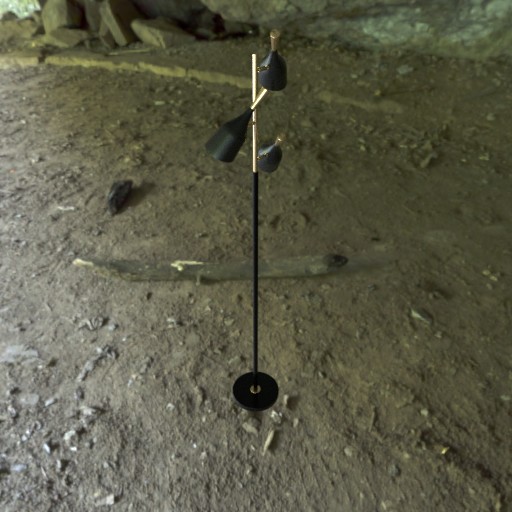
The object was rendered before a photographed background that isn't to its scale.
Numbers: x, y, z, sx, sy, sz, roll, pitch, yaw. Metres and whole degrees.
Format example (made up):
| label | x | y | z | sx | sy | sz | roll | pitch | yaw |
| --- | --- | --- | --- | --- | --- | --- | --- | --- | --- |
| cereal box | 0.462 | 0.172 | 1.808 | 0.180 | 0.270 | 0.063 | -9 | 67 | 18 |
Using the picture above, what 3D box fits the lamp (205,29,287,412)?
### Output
| label | x | y | z | sx | sy | sz | roll | pitch | yaw |
| --- | --- | --- | --- | --- | --- | --- | --- | --- | --- |
| lamp | 0.000 | 0.000 | 1.936 | 0.253 | 1.778 | 0.434 | 22 | 39 | 30 |
